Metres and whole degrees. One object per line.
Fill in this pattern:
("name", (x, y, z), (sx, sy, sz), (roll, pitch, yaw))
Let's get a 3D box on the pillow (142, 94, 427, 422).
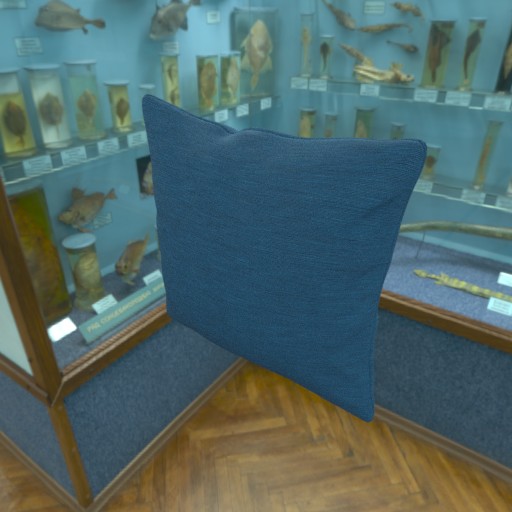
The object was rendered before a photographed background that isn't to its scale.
("pillow", (0.000, 0.000, 0.666), (0.437, 0.420, 0.177), (21, 36, 32))
